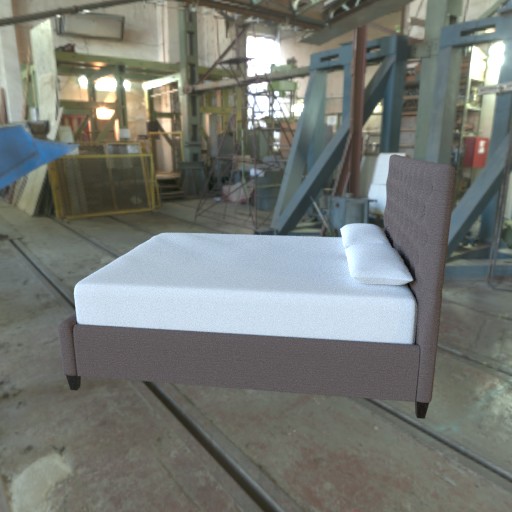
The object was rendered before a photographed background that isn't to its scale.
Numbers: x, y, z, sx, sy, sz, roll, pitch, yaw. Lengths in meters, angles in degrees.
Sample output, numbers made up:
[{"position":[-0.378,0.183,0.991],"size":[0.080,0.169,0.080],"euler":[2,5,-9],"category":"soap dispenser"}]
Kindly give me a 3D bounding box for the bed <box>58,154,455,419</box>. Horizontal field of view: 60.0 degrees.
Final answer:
[{"position":[0.000,0.000,3.283],"size":[2.233,1.426,1.696],"euler":[2,15,8],"category":"bed"}]
